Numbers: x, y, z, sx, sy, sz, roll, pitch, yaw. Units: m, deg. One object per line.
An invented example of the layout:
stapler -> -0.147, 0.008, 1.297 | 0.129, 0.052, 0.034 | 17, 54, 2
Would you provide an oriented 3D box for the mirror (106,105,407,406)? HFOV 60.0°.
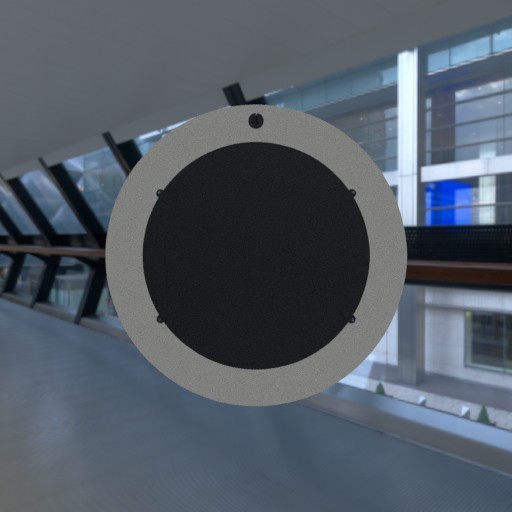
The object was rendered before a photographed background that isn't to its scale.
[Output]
mirror -> 0.000, 0.000, 1.361 | 0.914, 0.914, 0.038 | 0, 1, 0
